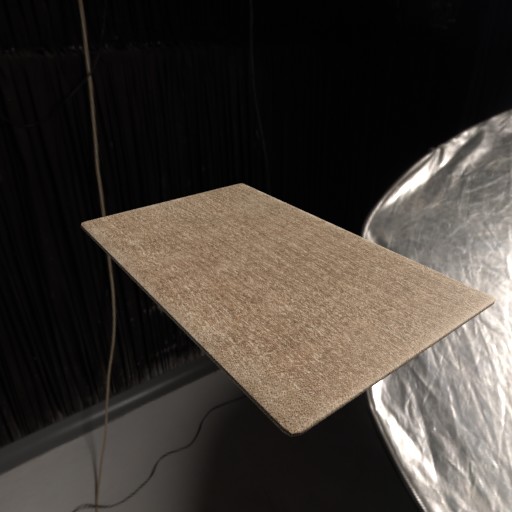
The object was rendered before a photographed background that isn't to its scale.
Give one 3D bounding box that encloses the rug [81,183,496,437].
[{"bbox_3d":[0.000,0.000,2.938,1.539,0.024,2.469,-20,34,-32],"label":"rug"}]
